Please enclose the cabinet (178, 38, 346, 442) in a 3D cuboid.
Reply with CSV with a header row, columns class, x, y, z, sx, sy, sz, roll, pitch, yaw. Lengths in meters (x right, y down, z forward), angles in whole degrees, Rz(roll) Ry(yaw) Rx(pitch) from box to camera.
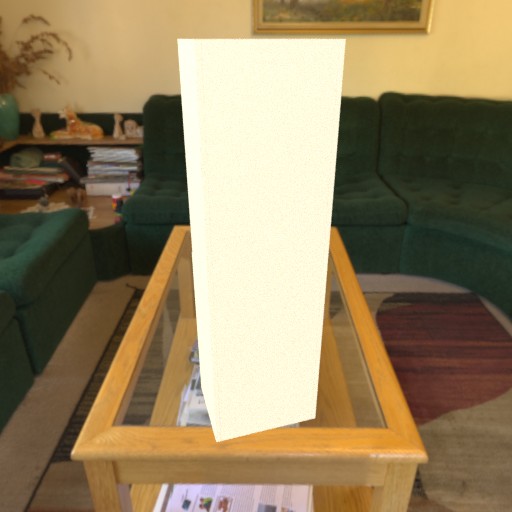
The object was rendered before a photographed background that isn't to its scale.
class,x,y,z,sx,sy,sz,roll,pitch,yaw
cabinet,0.000,0.000,1.535,0.400,1.350,0.300,-8,27,-15
